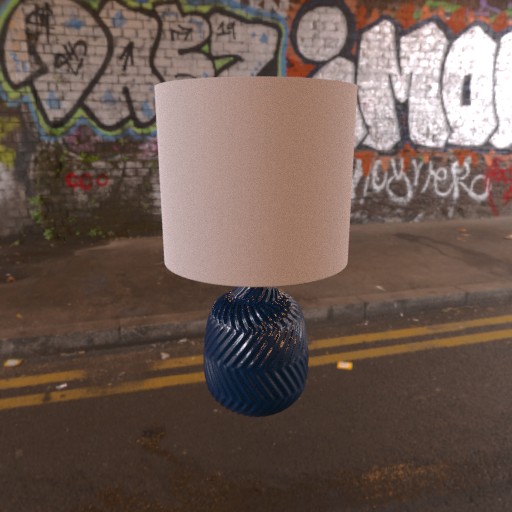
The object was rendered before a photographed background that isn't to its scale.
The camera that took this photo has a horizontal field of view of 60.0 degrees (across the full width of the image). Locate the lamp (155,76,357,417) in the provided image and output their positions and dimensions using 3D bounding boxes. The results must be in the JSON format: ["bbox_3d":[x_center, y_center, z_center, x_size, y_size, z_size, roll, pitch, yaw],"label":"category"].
[{"bbox_3d":[0.000,0.000,0.502,0.203,0.368,0.203,7,17,24],"label":"lamp"}]
